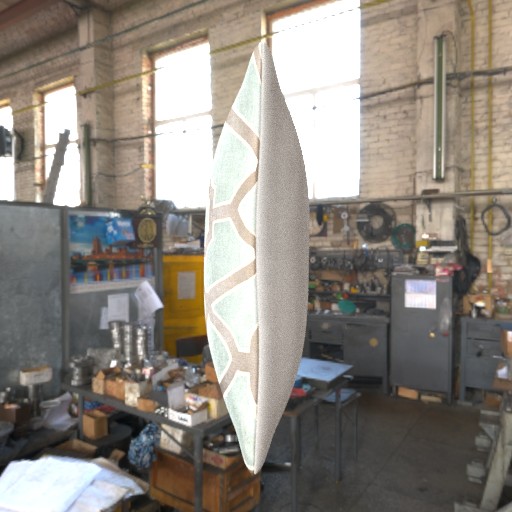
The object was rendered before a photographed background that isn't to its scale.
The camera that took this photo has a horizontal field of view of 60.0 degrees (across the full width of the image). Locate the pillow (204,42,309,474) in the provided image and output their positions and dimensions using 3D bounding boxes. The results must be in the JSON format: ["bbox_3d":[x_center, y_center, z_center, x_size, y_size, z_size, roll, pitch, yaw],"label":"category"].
[{"bbox_3d":[0.000,0.000,0.791,0.166,0.508,0.552,0,1,-1],"label":"pillow"}]
